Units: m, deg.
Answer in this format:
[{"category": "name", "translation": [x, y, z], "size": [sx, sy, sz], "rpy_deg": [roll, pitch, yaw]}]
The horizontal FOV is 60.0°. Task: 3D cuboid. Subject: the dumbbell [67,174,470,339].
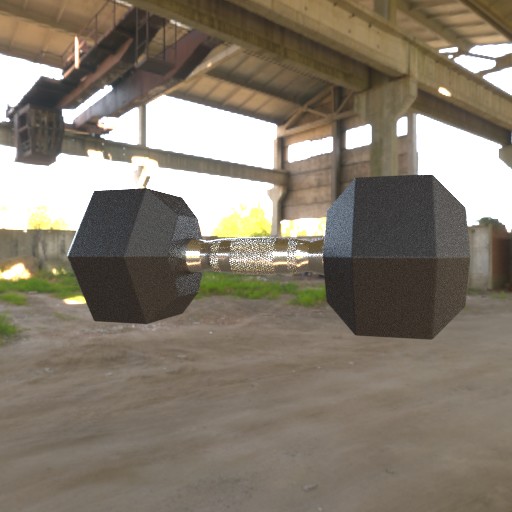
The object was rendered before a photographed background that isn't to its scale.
[{"category": "dumbbell", "translation": [0.000, 0.000, 0.371], "size": [0.315, 0.113, 0.129], "rpy_deg": [0, 1, 17]}]
